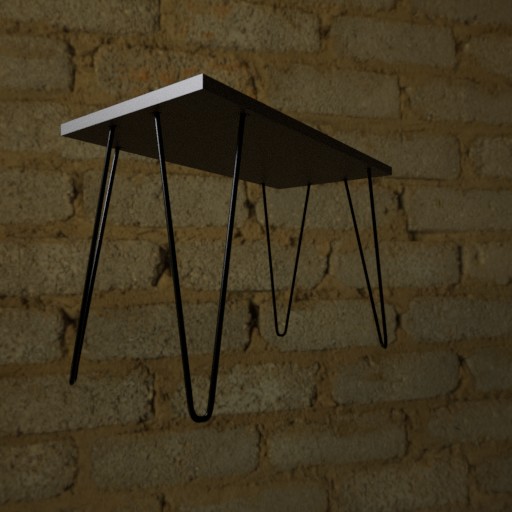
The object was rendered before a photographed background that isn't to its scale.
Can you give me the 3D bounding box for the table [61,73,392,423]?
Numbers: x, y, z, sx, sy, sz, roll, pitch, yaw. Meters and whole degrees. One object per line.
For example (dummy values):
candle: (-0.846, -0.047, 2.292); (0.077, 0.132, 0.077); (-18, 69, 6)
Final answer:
table: (0.000, 0.000, 1.368); (0.499, 0.660, 0.991); (-1, -2, 37)
